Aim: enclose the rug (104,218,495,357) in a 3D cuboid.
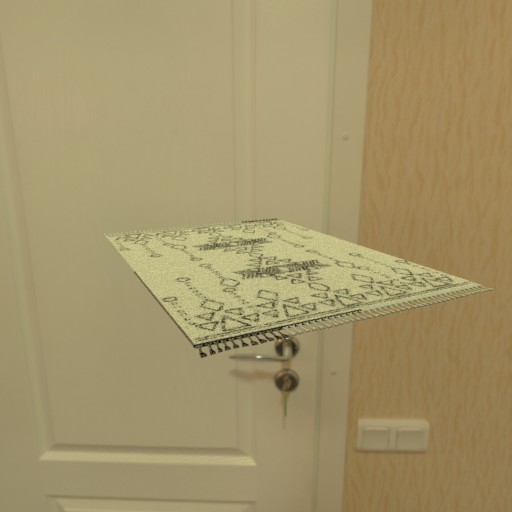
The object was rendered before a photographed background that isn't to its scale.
[{"bbox_3d":[0.000,0.000,2.932,1.600,0.013,2.312,-7,17,-26],"label":"rug"}]
